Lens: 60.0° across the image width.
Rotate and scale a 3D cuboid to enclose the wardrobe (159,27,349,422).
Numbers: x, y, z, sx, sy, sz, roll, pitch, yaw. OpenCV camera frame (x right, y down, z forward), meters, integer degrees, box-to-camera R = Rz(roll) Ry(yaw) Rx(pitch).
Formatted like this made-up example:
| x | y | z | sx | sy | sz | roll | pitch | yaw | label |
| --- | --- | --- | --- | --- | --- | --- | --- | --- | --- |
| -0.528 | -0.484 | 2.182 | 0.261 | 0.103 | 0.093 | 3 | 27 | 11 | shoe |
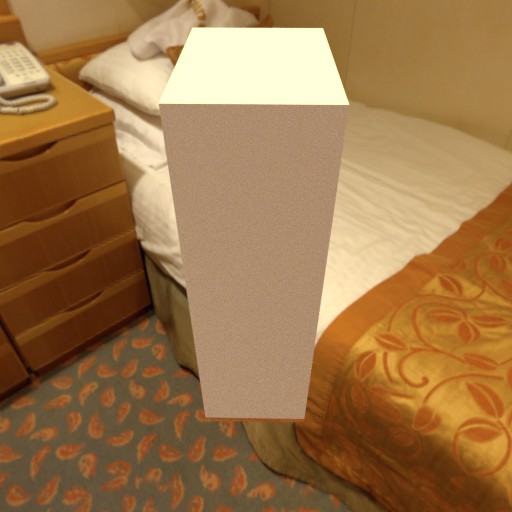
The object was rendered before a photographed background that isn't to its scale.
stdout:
| x | y | z | sx | sy | sz | roll | pitch | yaw | label |
| --- | --- | --- | --- | --- | --- | --- | --- | --- | --- |
| 0.000 | 0.000 | 2.393 | 0.600 | 2.040 | 0.860 | 1 | 42 | 1 | wardrobe |
